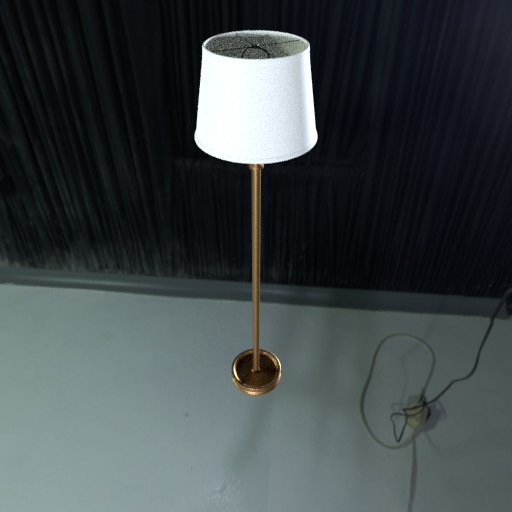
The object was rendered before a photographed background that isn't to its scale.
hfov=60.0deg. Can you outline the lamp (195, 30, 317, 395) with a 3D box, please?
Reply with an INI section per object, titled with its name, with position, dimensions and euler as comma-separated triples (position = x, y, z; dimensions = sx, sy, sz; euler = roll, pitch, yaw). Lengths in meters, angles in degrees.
[lamp]
position = 0.000, 0.000, 0.797
dimensions = 0.178, 0.710, 0.178
euler = 0, 40, 0
